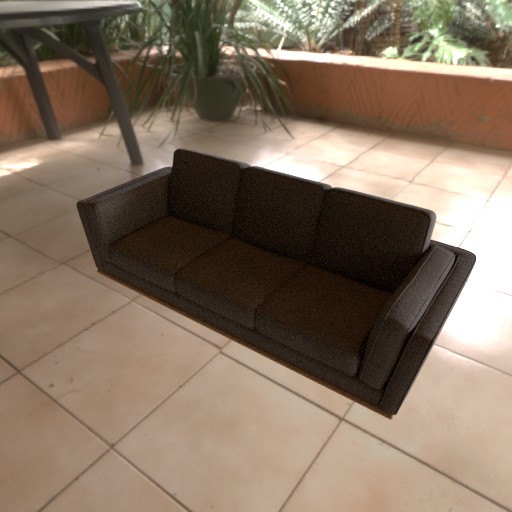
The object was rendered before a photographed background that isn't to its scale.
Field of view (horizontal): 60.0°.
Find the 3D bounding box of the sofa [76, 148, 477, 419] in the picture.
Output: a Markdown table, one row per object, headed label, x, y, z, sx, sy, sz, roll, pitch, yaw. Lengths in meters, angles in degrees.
| label | x | y | z | sx | sy | sz | roll | pitch | yaw |
| --- | --- | --- | --- | --- | --- | --- | --- | --- | --- |
| sofa | 0.000 | 0.000 | 2.792 | 2.362 | 0.899 | 0.903 | 20 | 37 | 29 |
